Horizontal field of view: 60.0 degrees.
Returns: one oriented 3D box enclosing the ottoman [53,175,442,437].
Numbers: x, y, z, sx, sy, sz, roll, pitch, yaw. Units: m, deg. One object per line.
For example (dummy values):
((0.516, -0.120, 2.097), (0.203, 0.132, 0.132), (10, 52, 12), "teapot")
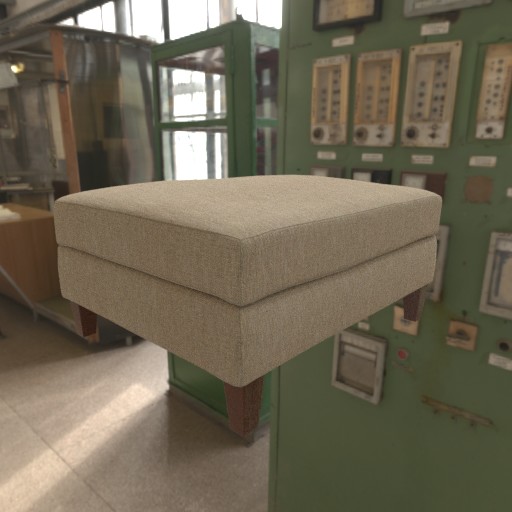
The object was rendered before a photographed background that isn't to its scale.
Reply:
((0.000, 0.000, 1.449), (0.836, 0.492, 0.976), (13, 19, 41), "ottoman")
